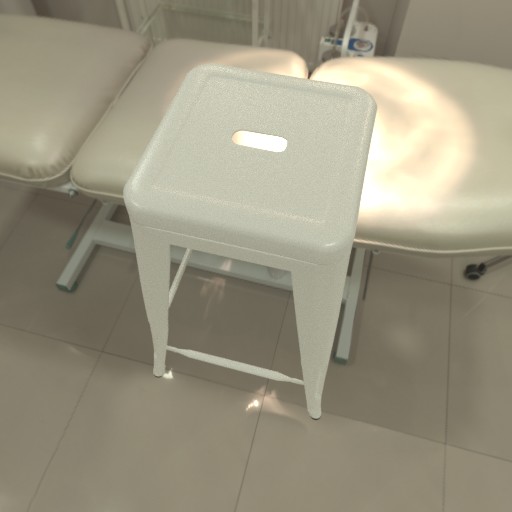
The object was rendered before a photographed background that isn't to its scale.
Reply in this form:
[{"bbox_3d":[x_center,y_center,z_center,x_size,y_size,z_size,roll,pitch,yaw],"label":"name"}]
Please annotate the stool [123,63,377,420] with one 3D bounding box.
[{"bbox_3d":[0.000,0.000,0.875,0.406,0.610,0.406,13,58,8],"label":"stool"}]
